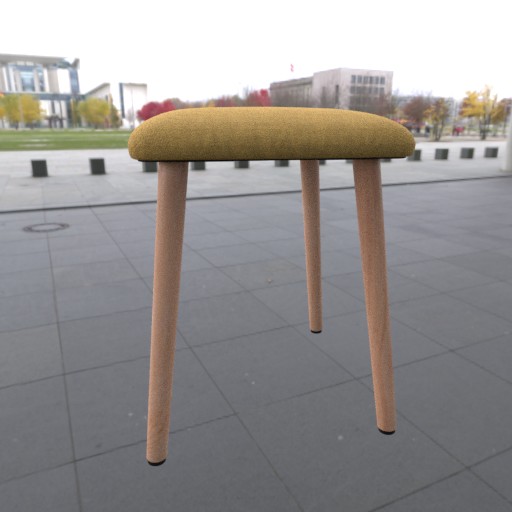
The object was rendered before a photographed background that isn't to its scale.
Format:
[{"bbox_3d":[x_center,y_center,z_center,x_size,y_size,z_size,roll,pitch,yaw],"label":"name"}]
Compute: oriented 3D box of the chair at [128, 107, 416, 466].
[{"bbox_3d":[0.000,0.000,0.694,0.350,0.440,0.350,-3,17,-10],"label":"chair"}]
